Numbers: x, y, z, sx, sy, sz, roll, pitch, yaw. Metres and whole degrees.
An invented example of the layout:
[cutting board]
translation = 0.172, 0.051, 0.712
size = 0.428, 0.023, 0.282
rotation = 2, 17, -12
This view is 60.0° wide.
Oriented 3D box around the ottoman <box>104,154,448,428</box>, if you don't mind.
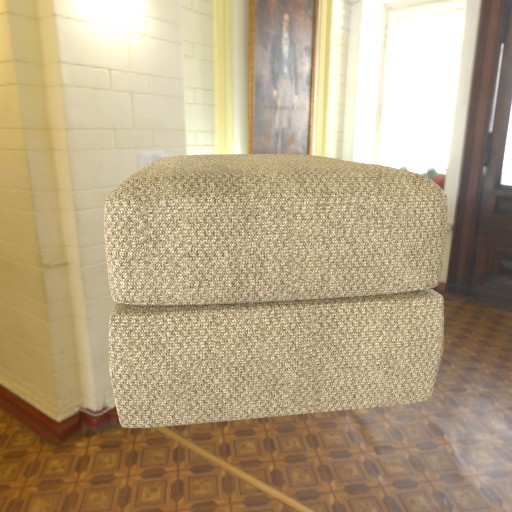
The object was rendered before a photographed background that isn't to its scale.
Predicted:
[ottoman]
translation = 0.000, 0.000, 1.094
size = 0.603, 0.476, 0.751
rotation = -2, 15, -8
